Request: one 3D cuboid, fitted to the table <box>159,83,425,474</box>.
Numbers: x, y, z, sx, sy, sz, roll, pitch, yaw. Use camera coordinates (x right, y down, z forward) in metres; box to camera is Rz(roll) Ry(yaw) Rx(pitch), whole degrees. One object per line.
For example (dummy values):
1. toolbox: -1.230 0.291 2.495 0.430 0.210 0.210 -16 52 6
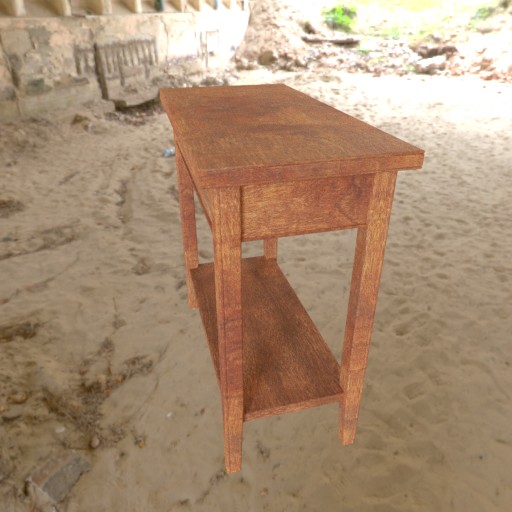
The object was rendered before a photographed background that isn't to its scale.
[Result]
1. table: 0.000 0.000 0.961 0.305 0.610 0.610 -7 30 -13
